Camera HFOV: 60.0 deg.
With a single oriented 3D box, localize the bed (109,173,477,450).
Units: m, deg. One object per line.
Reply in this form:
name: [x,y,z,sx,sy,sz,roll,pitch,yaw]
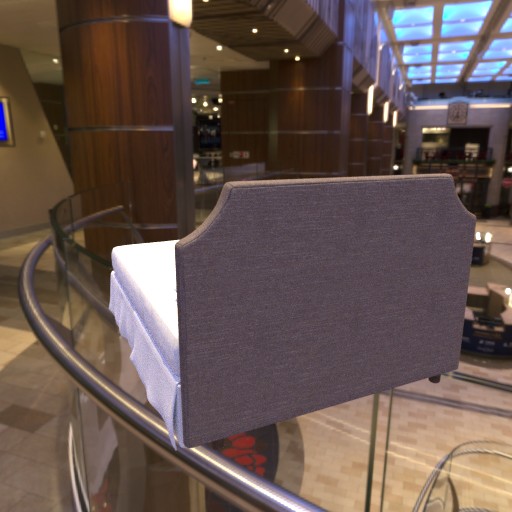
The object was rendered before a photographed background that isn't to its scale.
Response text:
bed: [0.000,0.000,4.038,2.350,1.590,2.773,-7,16,-25]
